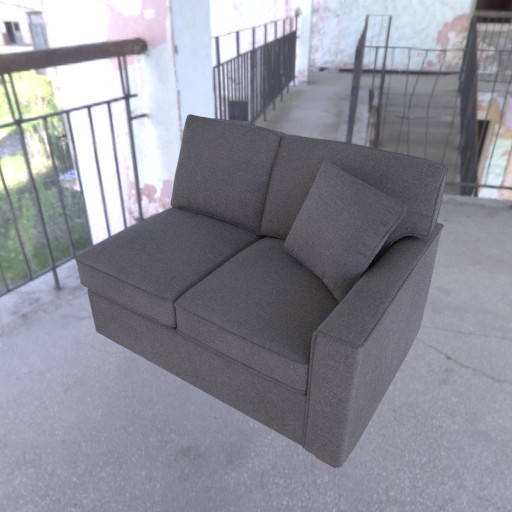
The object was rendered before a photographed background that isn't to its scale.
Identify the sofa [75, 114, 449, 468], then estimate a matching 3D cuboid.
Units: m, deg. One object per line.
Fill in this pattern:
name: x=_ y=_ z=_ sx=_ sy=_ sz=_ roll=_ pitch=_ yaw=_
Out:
sofa: x=0.000 y=0.000 z=2.026 sx=1.388 sy=0.989 sz=0.991 roll=19 pitch=35 yaw=29
